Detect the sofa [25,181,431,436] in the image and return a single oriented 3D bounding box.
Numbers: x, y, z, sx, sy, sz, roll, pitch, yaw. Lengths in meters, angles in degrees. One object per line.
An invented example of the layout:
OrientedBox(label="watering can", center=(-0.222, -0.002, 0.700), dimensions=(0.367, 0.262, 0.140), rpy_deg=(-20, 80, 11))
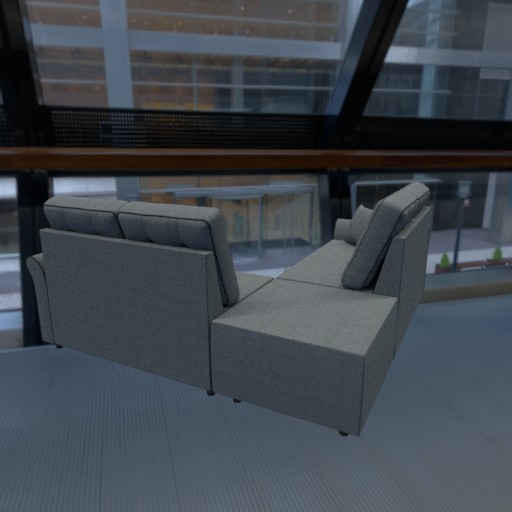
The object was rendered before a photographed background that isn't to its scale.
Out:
OrientedBox(label="sofa", center=(0.000, 0.000, 3.124), dimensions=(2.070, 0.988, 2.068), rpy_deg=(8, 17, 26))
